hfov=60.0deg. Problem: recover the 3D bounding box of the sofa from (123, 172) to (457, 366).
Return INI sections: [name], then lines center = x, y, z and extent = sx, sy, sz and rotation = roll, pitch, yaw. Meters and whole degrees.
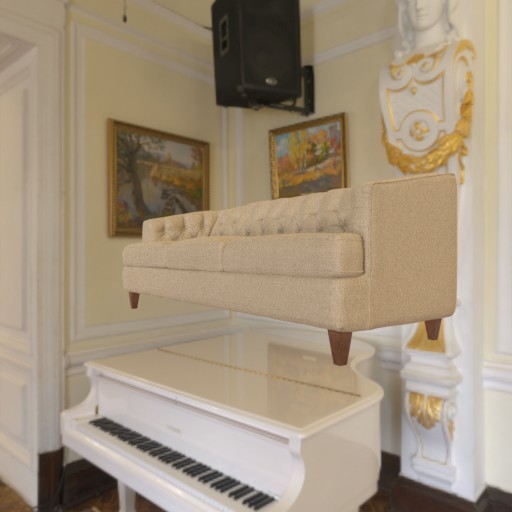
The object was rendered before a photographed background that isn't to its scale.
[sofa]
center = 0.000, 0.000, 2.682
extent = 0.913, 0.788, 2.235
rotation = 0, 0, -36
